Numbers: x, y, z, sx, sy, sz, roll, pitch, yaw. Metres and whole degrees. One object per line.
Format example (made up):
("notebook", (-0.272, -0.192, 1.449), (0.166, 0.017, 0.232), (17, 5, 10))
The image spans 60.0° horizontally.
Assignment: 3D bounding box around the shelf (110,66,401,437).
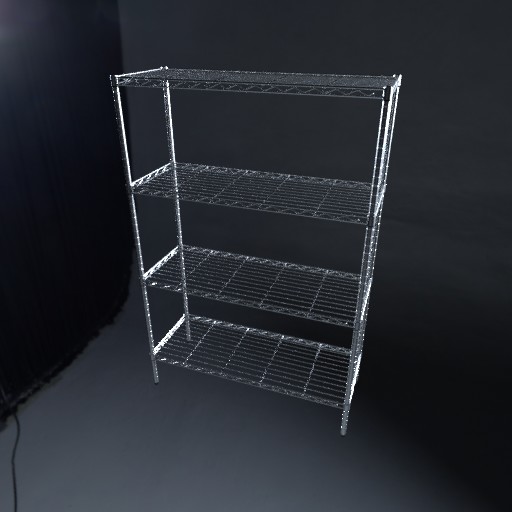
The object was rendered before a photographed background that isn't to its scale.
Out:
("shelf", (0.000, 0.000, 1.787), (0.907, 1.360, 0.352), (10, 29, 17))
